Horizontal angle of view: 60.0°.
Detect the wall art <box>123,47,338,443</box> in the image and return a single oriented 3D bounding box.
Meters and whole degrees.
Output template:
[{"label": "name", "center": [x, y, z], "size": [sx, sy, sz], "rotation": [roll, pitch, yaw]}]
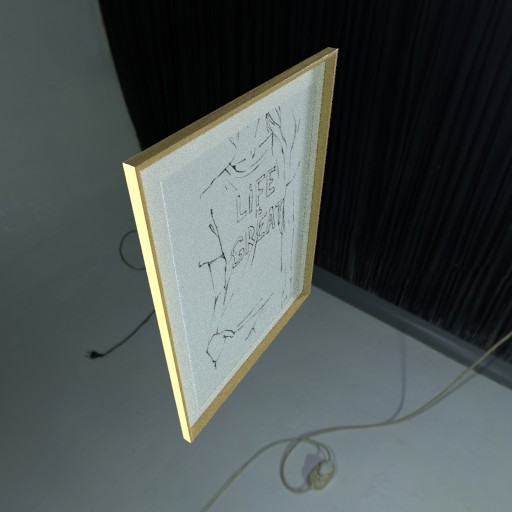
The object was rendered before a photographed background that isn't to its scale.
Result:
[{"label": "wall art", "center": [0.000, 0.000, 1.350], "size": [0.030, 1.002, 0.798], "rotation": [24, 46, 25]}]
